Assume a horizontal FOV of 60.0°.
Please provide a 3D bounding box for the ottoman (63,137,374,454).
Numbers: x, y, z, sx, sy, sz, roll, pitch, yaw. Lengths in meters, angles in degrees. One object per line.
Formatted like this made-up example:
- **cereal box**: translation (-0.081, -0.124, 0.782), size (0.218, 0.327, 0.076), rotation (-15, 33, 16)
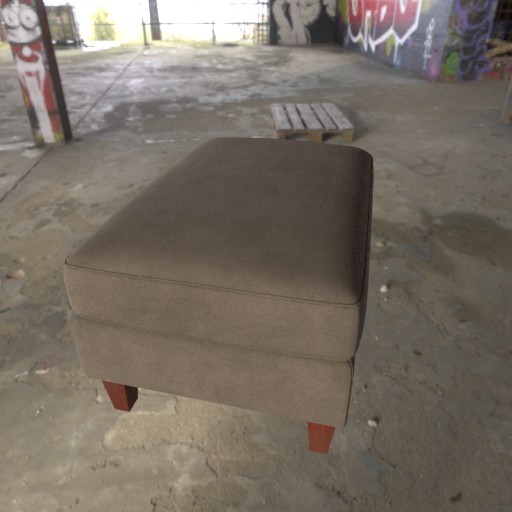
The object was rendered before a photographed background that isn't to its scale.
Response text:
- **ottoman**: translation (0.000, 0.000, 1.209), size (0.584, 0.483, 0.864), rotation (7, 31, 12)
